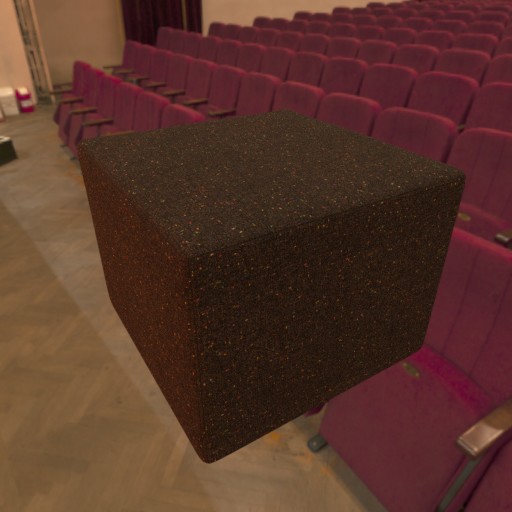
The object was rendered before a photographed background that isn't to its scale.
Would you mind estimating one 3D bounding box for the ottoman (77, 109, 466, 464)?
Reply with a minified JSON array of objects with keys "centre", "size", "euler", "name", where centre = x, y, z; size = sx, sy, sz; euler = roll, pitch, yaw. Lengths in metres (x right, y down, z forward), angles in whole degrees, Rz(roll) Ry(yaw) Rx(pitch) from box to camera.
[{"centre":[0.000,0.000,0.866],"size":[0.508,0.432,0.508],"euler":[-18,36,-27],"name":"ottoman"}]
